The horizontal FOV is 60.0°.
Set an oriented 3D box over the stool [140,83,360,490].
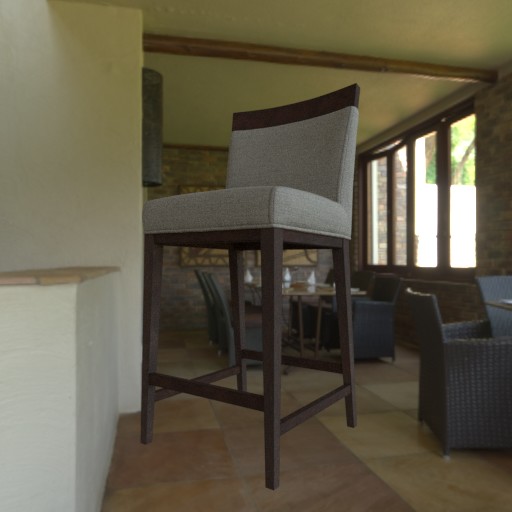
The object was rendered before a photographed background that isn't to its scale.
[{"bbox_3d":[0.000,0.000,1.402,0.511,1.117,0.531,0,-1,35],"label":"stool"}]
